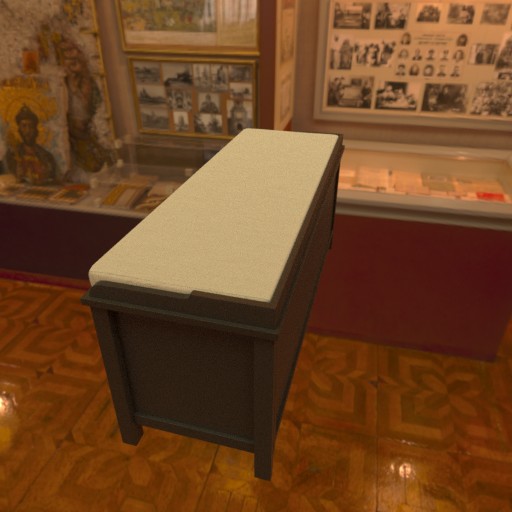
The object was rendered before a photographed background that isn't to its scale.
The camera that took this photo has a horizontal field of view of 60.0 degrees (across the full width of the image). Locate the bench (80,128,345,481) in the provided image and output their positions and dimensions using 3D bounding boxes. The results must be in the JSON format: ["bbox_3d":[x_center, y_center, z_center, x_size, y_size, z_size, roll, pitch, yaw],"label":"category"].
[{"bbox_3d":[0.000,0.000,1.396,0.398,0.501,1.140,8,32,13],"label":"bench"}]
